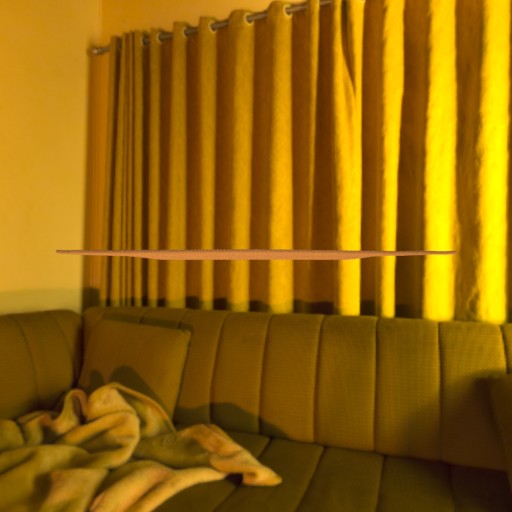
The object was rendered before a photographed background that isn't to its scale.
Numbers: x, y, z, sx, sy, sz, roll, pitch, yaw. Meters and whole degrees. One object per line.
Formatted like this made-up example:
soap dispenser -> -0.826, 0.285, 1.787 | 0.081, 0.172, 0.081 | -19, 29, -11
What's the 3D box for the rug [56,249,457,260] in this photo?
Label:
rug -> 0.000, 0.000, 4.267 | 2.434, 0.045, 3.202 | 0, -1, 0
